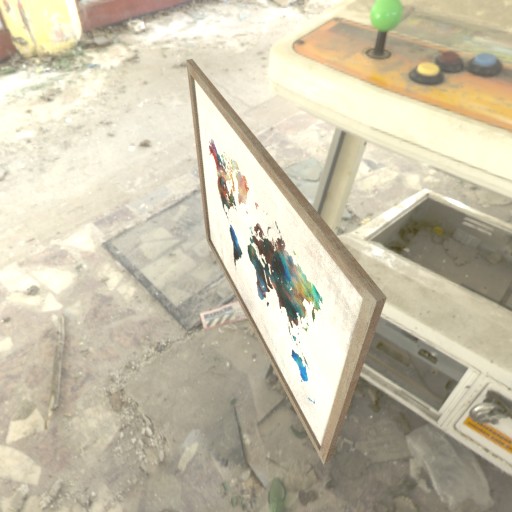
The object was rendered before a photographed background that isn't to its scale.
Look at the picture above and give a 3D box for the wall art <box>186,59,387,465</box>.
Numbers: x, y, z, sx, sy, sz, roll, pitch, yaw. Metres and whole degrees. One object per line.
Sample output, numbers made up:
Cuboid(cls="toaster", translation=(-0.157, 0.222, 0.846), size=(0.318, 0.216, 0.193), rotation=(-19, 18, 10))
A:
Cuboid(cls="wall art", translation=(0.000, 0.000, 1.321), size=(0.019, 0.774, 1.012), rotation=(-18, 49, -16))
